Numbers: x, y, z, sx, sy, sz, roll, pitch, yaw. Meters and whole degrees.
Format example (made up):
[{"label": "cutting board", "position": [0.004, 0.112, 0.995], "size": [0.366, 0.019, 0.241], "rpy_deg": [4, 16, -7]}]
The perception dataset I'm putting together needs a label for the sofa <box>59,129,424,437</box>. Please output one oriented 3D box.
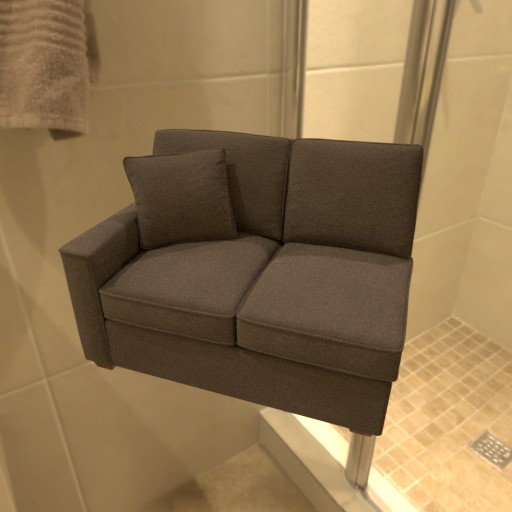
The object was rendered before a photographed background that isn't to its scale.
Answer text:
[{"label": "sofa", "position": [0.000, 0.000, 2.061], "size": [1.388, 0.989, 0.991], "rpy_deg": [9, 29, 17]}]
